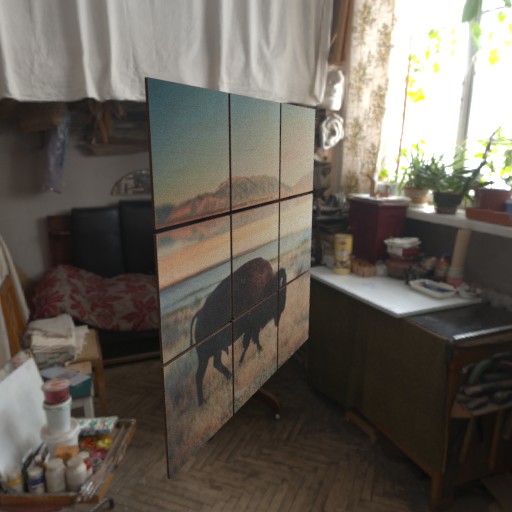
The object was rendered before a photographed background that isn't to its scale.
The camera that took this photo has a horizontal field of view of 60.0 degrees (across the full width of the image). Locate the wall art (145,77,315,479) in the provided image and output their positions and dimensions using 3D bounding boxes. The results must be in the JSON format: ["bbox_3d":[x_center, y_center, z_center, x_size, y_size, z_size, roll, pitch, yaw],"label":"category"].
[{"bbox_3d":[0.000,0.000,2.277,0.019,1.532,1.533,7,16,27],"label":"wall art"}]
